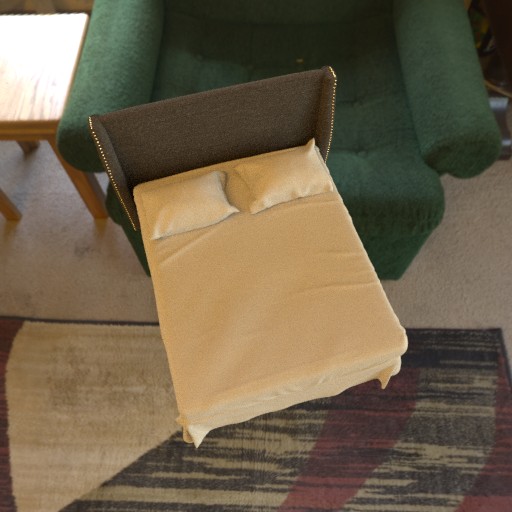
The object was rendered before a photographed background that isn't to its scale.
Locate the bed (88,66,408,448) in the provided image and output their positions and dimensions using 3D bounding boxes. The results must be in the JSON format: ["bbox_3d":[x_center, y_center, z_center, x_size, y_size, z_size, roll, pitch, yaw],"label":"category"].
[{"bbox_3d":[0.000,0.000,3.422,1.925,1.332,2.276,-15,64,-8],"label":"bed"}]
